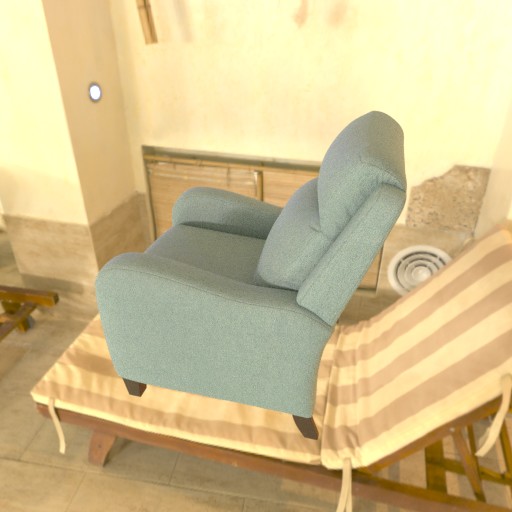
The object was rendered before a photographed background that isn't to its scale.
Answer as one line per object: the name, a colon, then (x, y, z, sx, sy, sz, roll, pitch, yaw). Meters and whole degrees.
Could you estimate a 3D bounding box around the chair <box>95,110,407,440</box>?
chair: (0.000, 0.000, 1.745, 0.988, 1.067, 0.785, 8, 31, 13)
